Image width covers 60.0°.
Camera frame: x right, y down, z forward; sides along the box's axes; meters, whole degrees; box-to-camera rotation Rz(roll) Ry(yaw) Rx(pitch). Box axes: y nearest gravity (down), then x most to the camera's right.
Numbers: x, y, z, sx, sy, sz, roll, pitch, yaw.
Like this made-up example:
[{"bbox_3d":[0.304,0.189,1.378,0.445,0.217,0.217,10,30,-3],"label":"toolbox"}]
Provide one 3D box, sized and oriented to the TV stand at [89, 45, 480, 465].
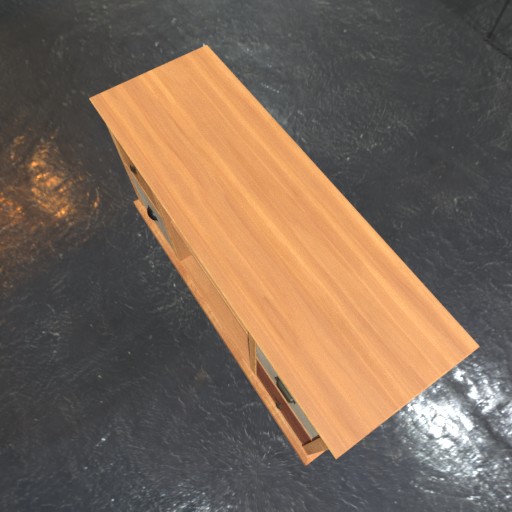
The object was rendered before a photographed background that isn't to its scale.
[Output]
[{"bbox_3d":[0.000,0.000,1.423,0.417,0.607,1.181,-31,68,-14],"label":"TV stand"}]
